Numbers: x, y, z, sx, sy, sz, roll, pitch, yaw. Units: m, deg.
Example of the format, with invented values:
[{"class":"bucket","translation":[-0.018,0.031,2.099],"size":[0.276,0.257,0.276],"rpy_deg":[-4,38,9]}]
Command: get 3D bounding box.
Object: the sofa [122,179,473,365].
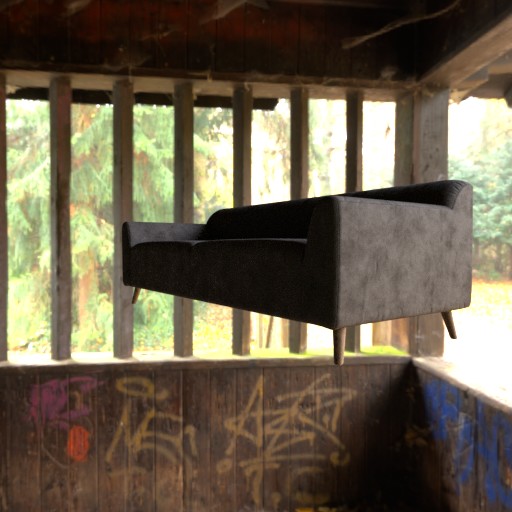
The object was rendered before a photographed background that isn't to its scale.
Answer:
[{"class":"sofa","translation":[0.000,0.000,2.660],"size":[0.900,0.740,2.190],"rpy_deg":[-1,2,-36]}]
